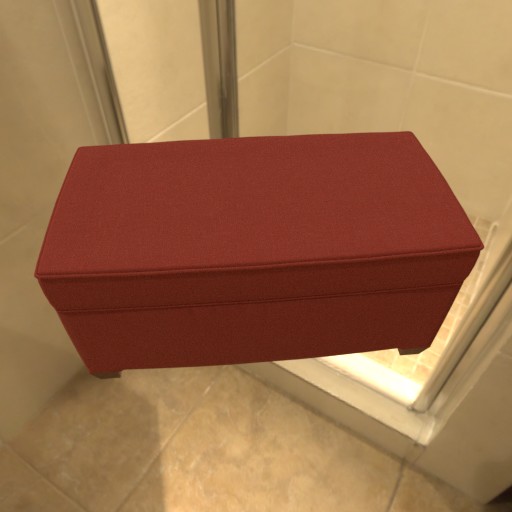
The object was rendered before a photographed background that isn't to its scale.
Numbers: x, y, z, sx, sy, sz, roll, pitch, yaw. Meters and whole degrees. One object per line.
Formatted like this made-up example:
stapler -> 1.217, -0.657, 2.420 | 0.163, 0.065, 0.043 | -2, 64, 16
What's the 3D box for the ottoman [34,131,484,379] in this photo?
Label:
ottoman -> 0.000, 0.000, 1.216 | 0.948, 0.454, 0.497 | -4, 46, -3
